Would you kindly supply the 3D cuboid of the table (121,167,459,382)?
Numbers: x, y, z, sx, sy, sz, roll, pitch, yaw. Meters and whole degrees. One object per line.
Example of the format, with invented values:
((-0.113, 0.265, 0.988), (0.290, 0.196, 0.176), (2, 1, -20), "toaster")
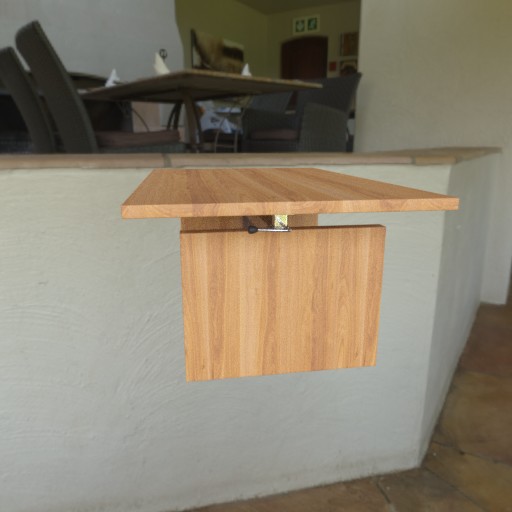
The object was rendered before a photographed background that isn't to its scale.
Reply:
((0.000, 0.000, 1.480), (0.700, 0.510, 1.100), (-2, 15, -9), "table")
